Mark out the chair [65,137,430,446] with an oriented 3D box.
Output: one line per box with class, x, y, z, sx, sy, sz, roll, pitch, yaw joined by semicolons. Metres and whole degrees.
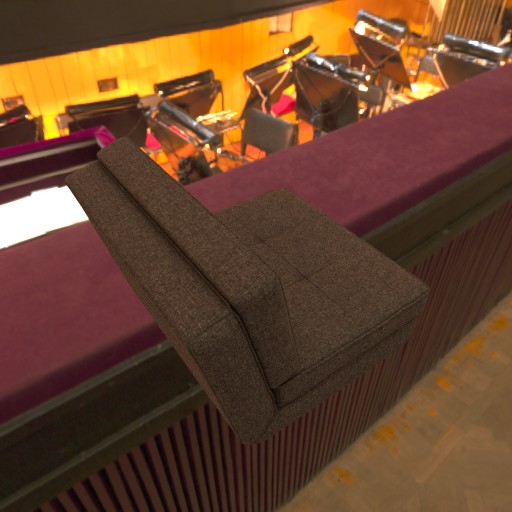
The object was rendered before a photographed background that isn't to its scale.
chair;0.000;0.000;1.321;0.800;0.615;0.740;-25;46;-26
